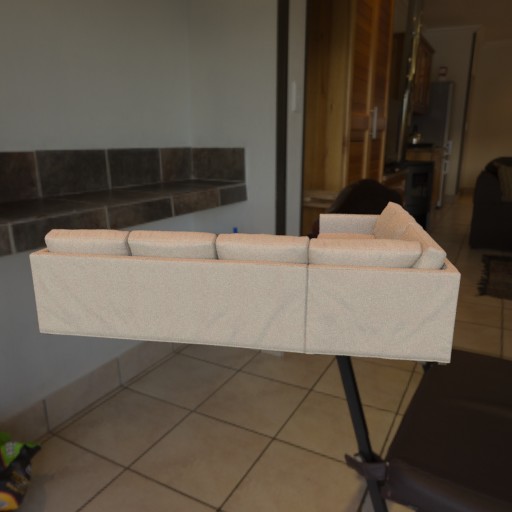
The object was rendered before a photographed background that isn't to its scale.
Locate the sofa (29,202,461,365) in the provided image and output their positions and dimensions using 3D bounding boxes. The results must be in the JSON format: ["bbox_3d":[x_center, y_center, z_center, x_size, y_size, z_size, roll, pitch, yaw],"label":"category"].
[{"bbox_3d":[0.000,0.000,4.393,3.182,0.871,2.432,2,15,9],"label":"sofa"}]
